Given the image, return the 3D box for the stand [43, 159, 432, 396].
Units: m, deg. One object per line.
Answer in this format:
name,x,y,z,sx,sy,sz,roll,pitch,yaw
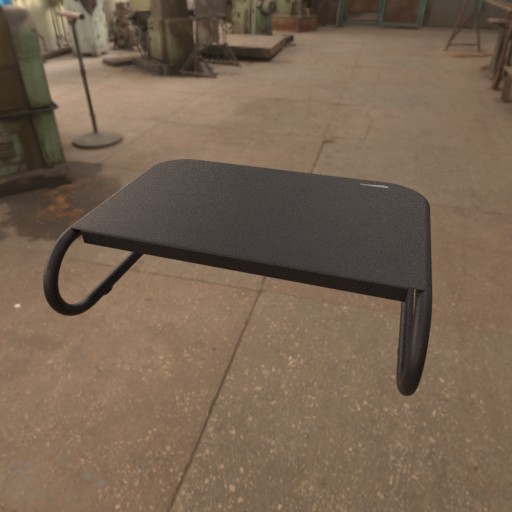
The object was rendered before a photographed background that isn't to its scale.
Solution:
stand,0.000,0.000,0.517,0.370,0.108,0.280,10,35,15
